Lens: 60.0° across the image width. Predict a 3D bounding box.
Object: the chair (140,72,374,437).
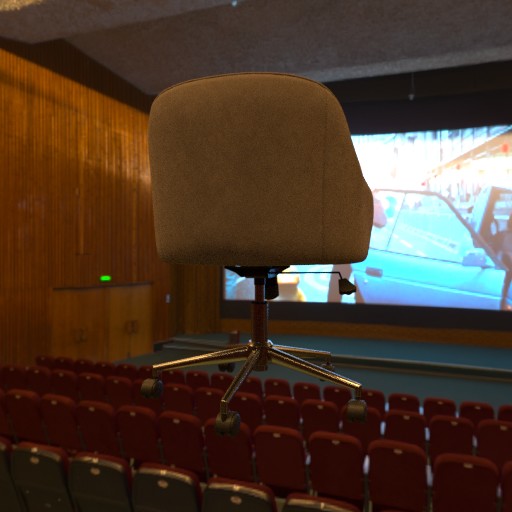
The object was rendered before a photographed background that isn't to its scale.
[{"bbox_3d":[0.000,0.000,1.274,0.635,0.831,0.573,0,1,19],"label":"chair"}]
